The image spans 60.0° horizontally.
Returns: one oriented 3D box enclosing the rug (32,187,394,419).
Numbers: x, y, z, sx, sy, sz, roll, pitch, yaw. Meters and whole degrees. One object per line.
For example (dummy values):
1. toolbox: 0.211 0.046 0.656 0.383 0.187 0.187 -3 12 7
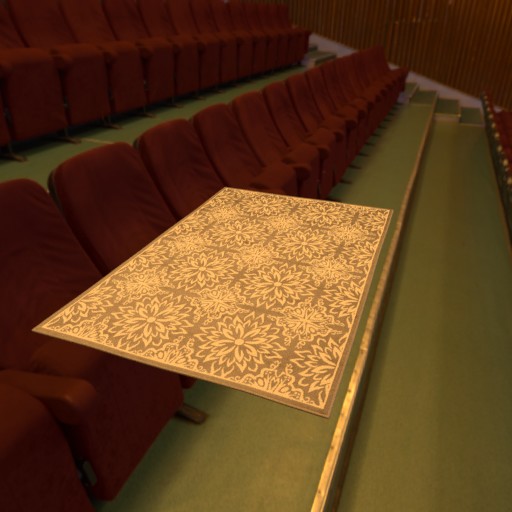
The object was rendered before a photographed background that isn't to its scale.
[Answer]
1. rug: 0.000 0.000 2.349 1.224 0.012 1.847 11 30 19
